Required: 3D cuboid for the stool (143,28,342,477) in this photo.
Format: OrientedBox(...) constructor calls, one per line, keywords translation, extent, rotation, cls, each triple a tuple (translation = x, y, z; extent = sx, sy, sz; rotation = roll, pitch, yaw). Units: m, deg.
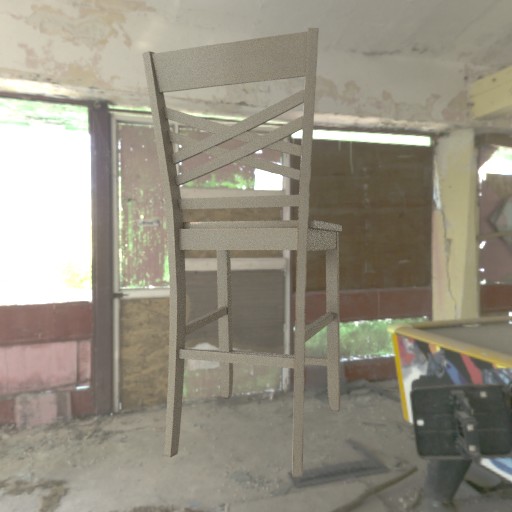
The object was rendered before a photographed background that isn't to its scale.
OrientedBox(translation=(0.000, 0.000, 1.348), extent=(0.462, 1.079, 0.539), rotation=(1, 2, 17), cls="stool")
